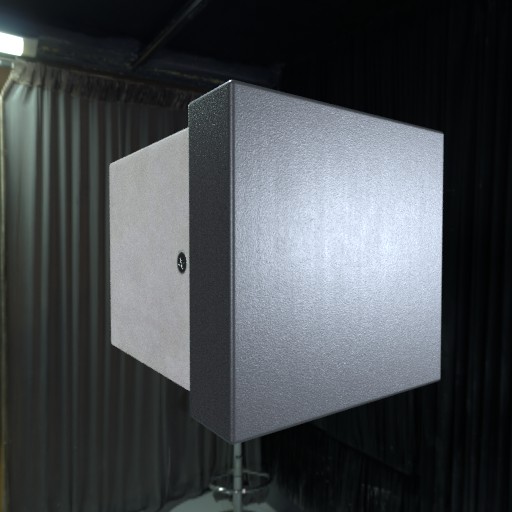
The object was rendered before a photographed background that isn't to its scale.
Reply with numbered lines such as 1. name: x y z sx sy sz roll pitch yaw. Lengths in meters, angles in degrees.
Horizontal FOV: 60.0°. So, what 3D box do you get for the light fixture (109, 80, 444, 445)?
1. light fixture: 0.000 0.000 0.237 0.121 0.121 0.143 -1 2 -35
